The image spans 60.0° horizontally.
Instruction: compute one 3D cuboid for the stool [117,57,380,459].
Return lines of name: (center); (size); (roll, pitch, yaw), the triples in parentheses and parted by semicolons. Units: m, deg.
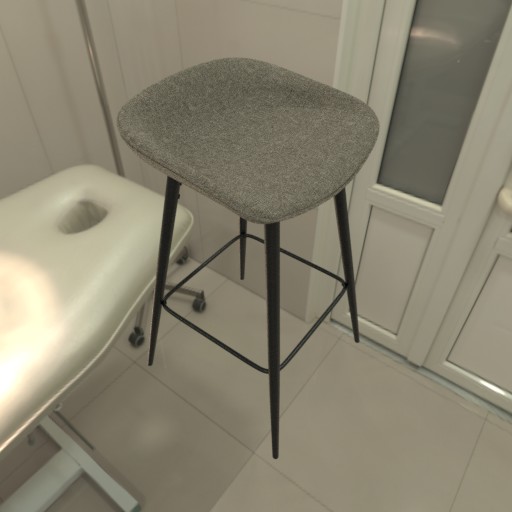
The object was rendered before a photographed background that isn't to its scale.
stool: (0.000, 0.000, 1.103); (0.480, 0.814, 0.469); (27, 49, 26)
